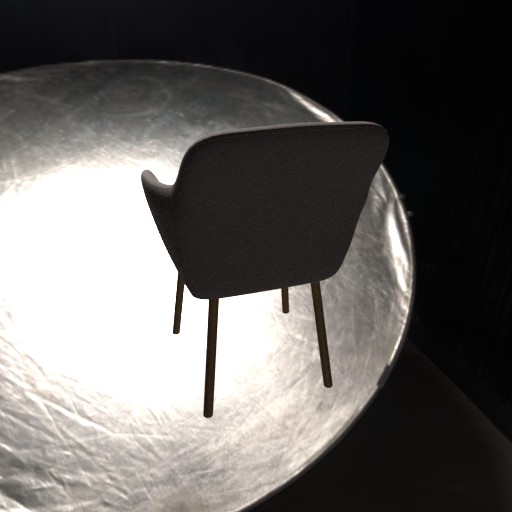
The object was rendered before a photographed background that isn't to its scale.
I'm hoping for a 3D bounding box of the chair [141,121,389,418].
[{"bbox_3d":[0.000,0.000,1.263,0.570,0.830,0.590,-9,28,-16],"label":"chair"}]
